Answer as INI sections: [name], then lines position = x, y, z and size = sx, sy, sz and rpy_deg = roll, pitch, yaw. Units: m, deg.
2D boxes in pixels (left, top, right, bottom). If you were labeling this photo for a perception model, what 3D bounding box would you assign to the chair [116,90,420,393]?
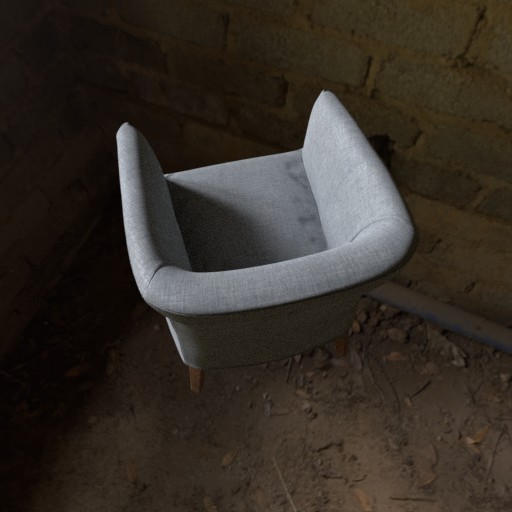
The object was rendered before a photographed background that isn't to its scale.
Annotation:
[chair]
position = 0.000, 0.000, 1.261
size = 0.600, 0.771, 0.668
rpy_deg = -12, 59, -7
